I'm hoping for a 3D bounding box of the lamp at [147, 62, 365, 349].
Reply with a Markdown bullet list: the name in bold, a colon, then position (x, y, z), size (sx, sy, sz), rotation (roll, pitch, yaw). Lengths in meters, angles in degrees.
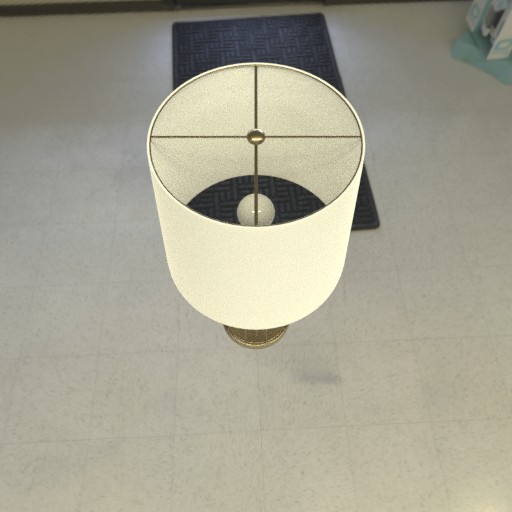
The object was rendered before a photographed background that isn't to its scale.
- **lamp**: position (0.000, 0.000, 0.795), size (0.303, 0.618, 0.303), rotation (0, 62, 0)
